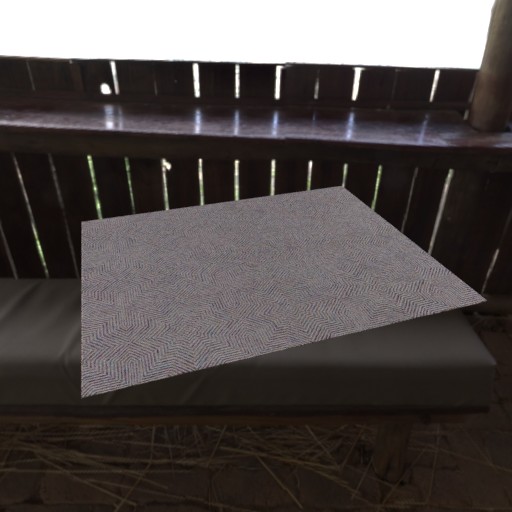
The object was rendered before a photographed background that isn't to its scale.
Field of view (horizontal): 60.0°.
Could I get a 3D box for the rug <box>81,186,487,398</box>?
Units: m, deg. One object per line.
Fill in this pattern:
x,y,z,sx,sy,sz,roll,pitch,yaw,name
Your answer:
0.000,0.000,4.080,3.046,0.008,2.442,-10,33,-16,rug
